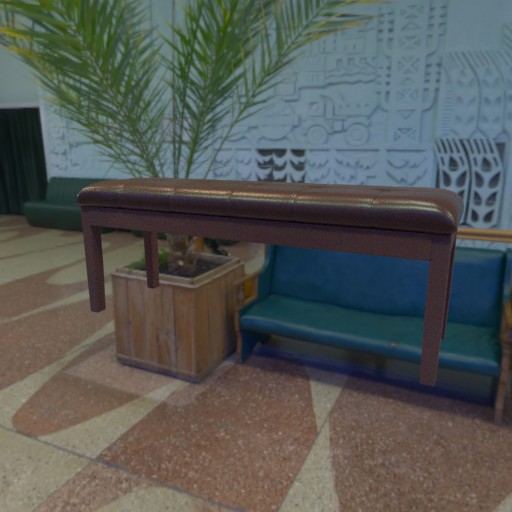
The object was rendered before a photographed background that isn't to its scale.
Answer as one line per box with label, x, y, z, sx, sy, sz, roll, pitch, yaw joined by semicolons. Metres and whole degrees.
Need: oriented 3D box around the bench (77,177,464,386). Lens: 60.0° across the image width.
bench;0.000;0.000;1.526;1.259;0.491;0.401;7;15;26
